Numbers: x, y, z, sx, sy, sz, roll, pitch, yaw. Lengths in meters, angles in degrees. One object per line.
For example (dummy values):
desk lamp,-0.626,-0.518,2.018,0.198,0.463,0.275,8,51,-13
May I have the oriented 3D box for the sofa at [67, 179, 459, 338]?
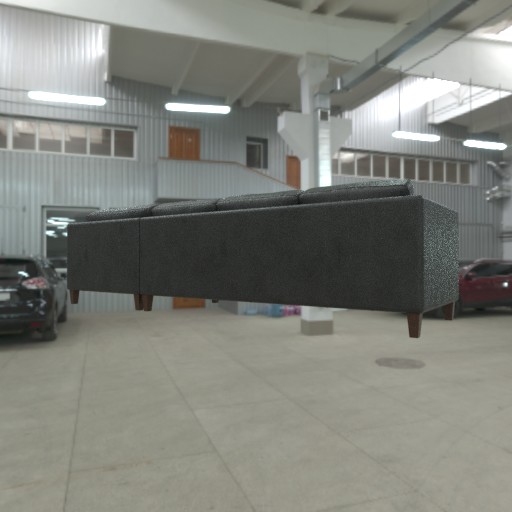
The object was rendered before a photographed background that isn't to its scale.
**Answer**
sofa,0.000,0.000,3.838,3.203,0.883,1.581,0,-1,35
